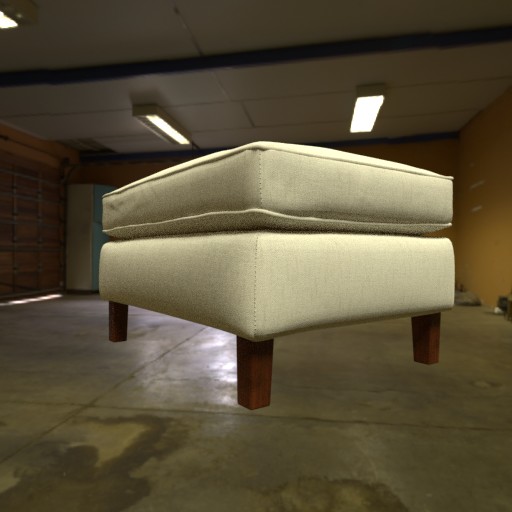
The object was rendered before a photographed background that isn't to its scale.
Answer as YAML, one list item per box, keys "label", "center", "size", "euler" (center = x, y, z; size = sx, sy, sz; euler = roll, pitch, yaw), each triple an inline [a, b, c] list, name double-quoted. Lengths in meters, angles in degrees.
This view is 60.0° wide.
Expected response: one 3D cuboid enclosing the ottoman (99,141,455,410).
- label: "ottoman"
  center: [0.000, 0.000, 0.945]
  size: [0.501, 0.406, 0.665]
  euler: [0, 0, -36]
